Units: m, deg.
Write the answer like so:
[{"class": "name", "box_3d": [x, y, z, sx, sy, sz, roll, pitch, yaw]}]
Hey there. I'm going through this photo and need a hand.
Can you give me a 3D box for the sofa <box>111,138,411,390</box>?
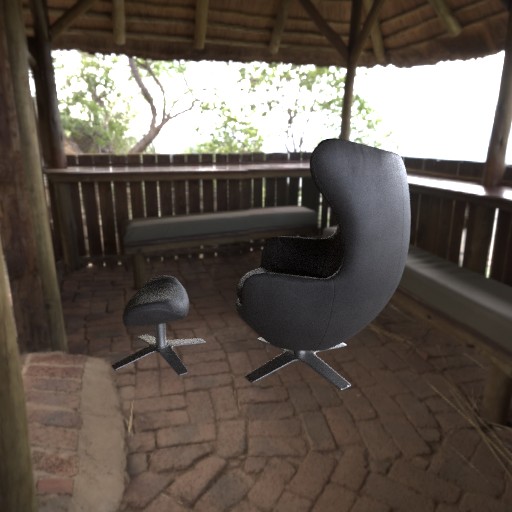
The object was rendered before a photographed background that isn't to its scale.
[{"class": "sofa", "box_3d": [0.000, 0.000, 2.217, 1.444, 1.135, 0.894, 2, 15, 8]}]
